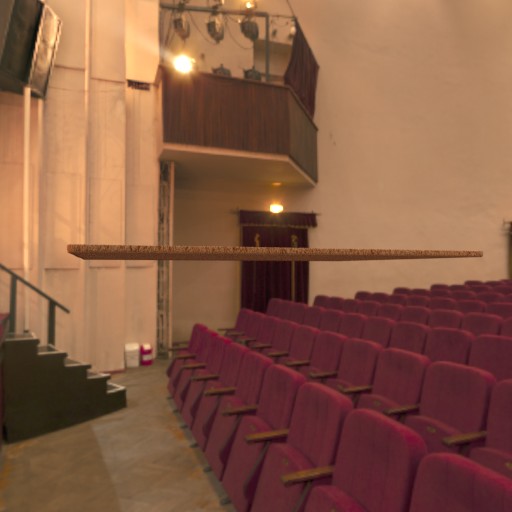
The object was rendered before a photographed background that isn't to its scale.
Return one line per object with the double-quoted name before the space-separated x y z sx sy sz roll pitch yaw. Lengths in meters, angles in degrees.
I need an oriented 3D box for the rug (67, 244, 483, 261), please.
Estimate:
"rug" 0.000 0.000 2.130 1.600 0.025 1.199 1 -2 -19
